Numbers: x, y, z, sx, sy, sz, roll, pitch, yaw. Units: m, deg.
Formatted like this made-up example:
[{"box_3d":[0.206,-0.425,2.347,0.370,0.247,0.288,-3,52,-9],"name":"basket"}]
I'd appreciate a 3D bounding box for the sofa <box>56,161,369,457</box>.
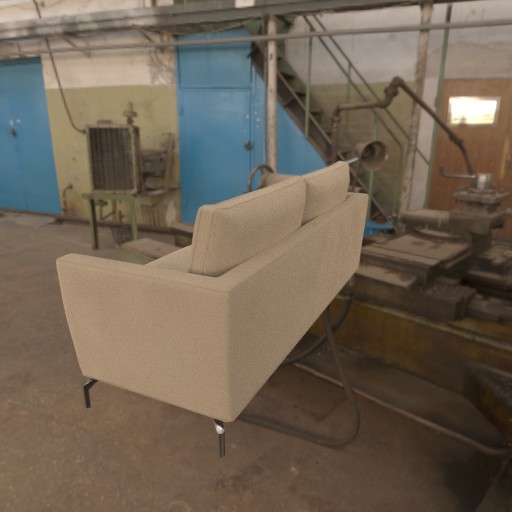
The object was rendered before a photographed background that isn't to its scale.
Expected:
[{"box_3d":[0.000,0.000,2.708,0.868,1.005,2.214,8,19,25],"name":"sofa"}]
